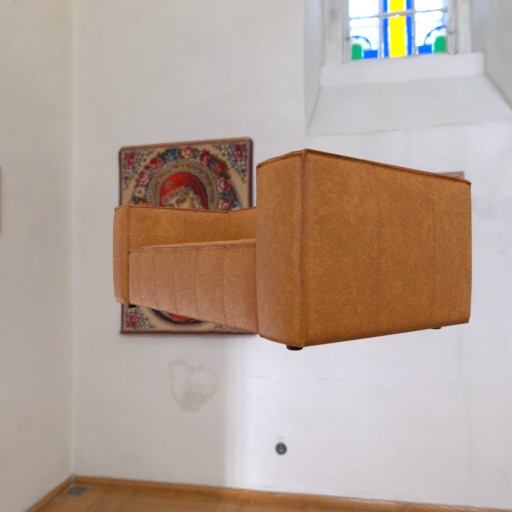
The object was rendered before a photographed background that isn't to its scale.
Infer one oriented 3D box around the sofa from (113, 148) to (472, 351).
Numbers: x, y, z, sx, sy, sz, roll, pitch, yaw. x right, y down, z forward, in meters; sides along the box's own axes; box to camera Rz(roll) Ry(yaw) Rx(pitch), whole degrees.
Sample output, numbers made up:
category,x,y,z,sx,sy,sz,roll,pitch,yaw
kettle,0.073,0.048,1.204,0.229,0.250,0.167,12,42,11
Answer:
category,x,y,z,sx,sy,sz,roll,pitch,yaw
sofa,0.000,0.000,2.583,1.102,0.703,2.088,0,-1,-35
